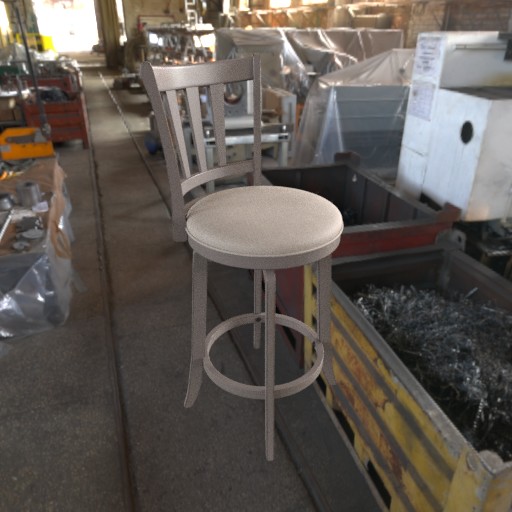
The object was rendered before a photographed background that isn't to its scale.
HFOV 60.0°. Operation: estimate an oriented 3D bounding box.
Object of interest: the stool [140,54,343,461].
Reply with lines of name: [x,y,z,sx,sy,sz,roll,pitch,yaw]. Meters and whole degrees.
stool: [0.000,0.000,1.261,0.475,1.023,0.436,19,33,32]
